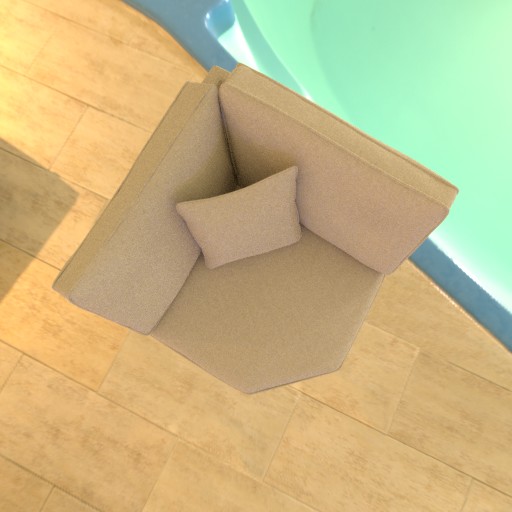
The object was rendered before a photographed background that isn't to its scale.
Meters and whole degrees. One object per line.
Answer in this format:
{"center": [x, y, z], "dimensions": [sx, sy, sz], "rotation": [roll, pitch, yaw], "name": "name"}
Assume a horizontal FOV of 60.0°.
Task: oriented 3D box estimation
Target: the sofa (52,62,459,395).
{"center": [0.000, 0.000, 1.852], "dimensions": [1.042, 0.937, 1.050], "rotation": [31, 78, 7], "name": "sofa"}
